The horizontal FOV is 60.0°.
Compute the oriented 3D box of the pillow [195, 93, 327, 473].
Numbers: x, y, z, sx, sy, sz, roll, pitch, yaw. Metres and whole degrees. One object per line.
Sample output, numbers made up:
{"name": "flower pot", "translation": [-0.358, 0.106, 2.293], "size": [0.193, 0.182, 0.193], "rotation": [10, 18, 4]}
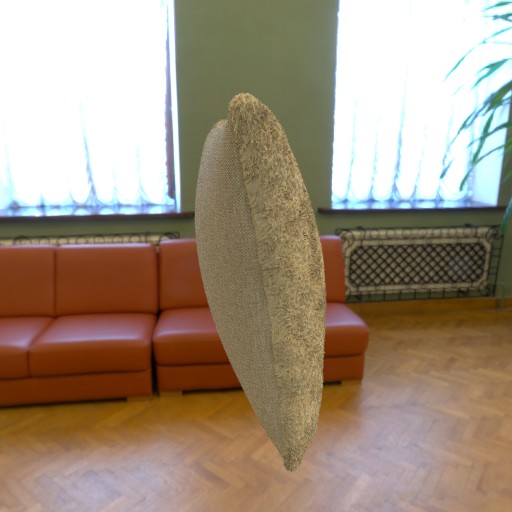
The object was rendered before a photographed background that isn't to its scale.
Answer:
{"name": "pillow", "translation": [0.000, 0.000, 0.814], "size": [0.218, 0.515, 0.529], "rotation": [-2, 14, -8]}
